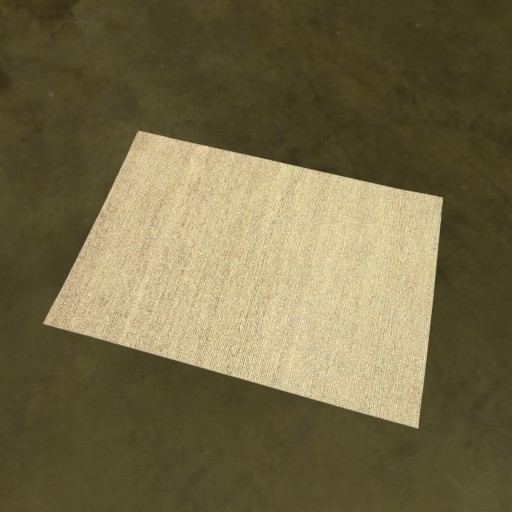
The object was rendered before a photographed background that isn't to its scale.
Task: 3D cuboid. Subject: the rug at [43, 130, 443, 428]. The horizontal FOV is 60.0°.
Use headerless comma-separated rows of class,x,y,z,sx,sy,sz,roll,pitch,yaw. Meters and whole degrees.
rug,0.000,0.000,2.964,2.342,0.030,1.609,14,65,7
